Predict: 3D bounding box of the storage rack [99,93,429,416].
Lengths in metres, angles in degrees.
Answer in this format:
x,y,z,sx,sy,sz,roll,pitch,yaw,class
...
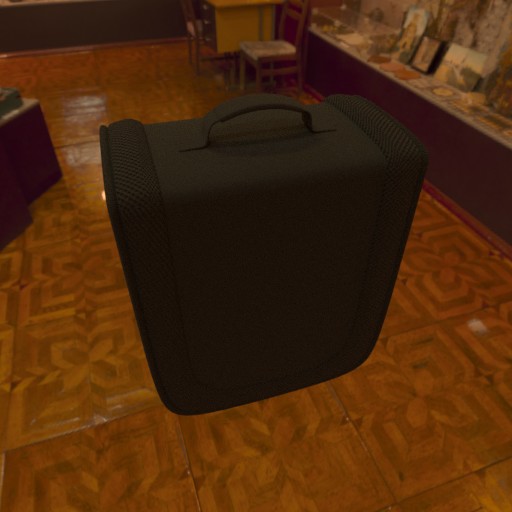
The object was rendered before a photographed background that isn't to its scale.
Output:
x,y,z,sx,sy,sz,roll,pitch,yaw,class
0.000,0.000,0.540,0.297,0.387,0.168,-11,41,-13,storage rack
